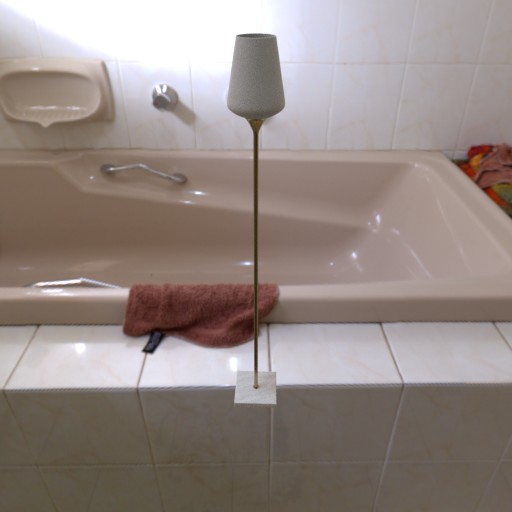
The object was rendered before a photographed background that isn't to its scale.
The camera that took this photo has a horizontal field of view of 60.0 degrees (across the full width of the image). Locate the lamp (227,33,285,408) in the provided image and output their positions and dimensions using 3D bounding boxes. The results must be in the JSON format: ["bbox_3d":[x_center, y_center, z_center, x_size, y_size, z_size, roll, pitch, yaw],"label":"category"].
[{"bbox_3d":[0.000,0.000,2.025,0.229,1.813,0.232,1,33,2],"label":"lamp"}]
